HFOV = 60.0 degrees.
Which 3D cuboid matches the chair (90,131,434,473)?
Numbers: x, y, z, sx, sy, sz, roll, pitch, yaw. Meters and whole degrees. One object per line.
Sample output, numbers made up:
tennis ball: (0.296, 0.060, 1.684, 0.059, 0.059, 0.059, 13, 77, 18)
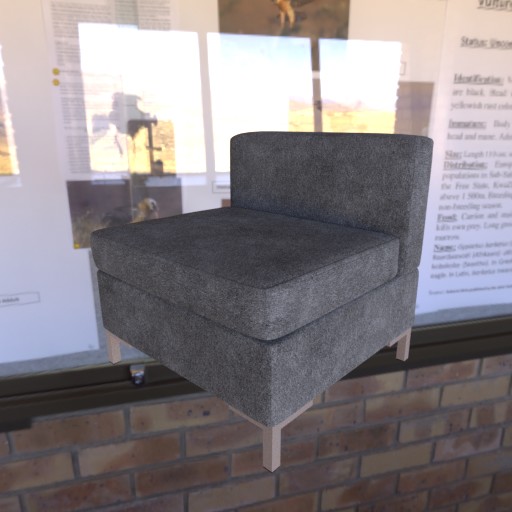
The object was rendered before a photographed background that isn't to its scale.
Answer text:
chair: (0.000, 0.000, 1.238, 0.680, 0.660, 0.680, 15, 22, 41)
